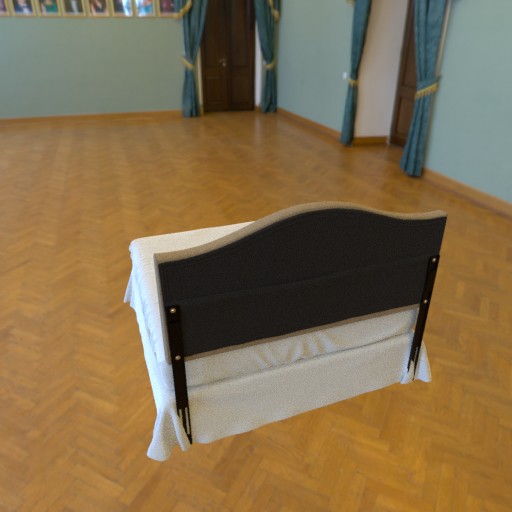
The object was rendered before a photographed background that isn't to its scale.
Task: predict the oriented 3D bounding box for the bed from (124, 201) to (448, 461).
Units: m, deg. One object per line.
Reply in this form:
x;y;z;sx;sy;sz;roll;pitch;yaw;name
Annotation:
0.000;0.000;3.833;2.311;1.651;2.222;-9;29;-18;bed
